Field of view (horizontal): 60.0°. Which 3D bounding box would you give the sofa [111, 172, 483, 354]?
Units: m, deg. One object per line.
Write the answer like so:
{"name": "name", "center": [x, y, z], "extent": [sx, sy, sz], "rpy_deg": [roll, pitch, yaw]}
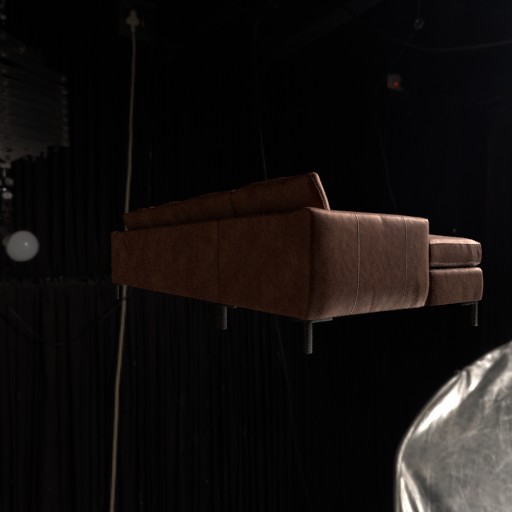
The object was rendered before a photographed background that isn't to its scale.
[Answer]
{"name": "sofa", "center": [0.000, 0.000, 3.600], "extent": [1.471, 0.859, 2.993], "rpy_deg": [0, 1, -35]}
